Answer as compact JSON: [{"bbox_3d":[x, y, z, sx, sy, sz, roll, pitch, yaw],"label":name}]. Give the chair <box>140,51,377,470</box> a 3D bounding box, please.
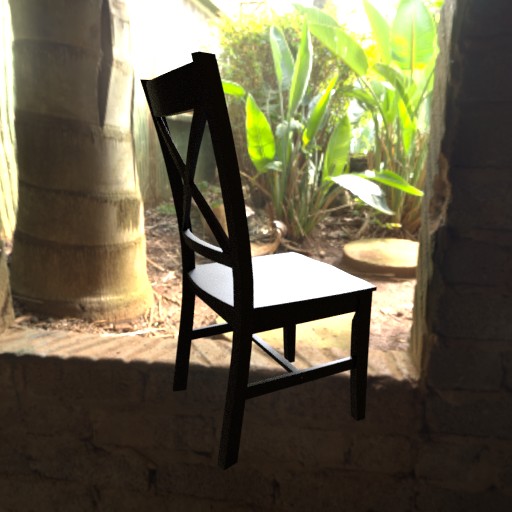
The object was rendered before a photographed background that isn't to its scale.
[{"bbox_3d":[0.000,0.000,1.290,0.542,0.983,0.485,-7,16,-26],"label":"chair"}]
